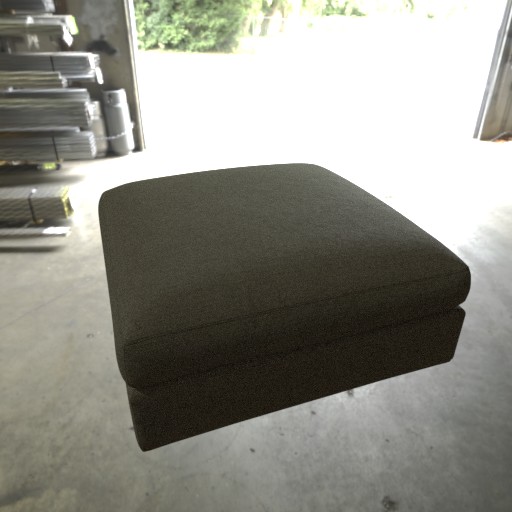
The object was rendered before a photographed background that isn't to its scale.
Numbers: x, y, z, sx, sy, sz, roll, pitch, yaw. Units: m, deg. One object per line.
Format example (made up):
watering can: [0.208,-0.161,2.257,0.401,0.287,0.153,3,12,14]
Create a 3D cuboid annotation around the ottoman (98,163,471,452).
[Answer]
ottoman: [0.000,0.000,1.615,1.041,0.470,1.041,-10,31,-17]
